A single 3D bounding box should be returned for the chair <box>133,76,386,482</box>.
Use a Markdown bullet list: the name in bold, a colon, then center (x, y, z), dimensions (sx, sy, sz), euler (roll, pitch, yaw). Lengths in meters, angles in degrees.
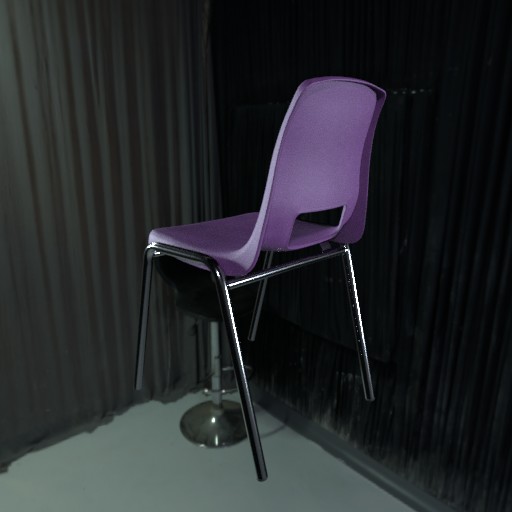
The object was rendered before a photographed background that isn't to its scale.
- **chair**: center (0.000, 0.000, 0.914), dimensions (0.381, 0.654, 0.432), euler (-15, 21, -42)
